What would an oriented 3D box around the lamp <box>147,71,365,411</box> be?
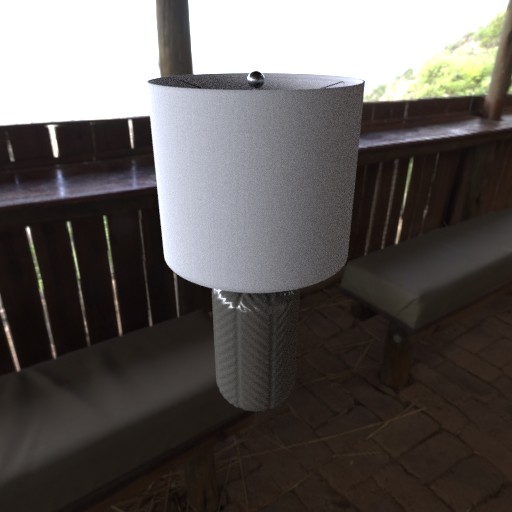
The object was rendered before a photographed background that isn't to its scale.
[{"bbox_3d":[0.000,0.000,0.504,0.203,0.389,0.203,17,31,31],"label":"lamp"}]
